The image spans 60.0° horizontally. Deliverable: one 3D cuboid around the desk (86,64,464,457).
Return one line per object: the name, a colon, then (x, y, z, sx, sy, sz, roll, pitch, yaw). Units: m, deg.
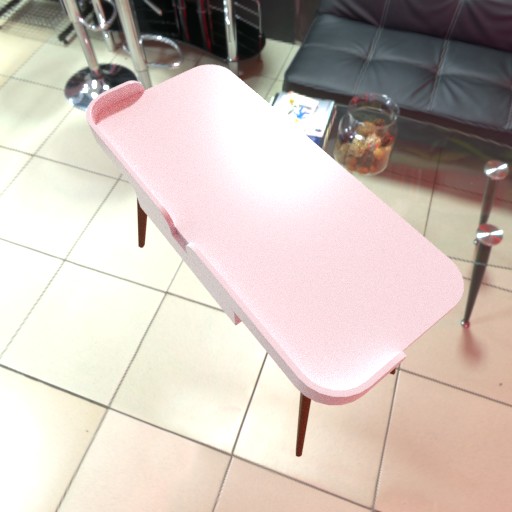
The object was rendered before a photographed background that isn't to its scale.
desk: (0.000, 0.000, 1.588, 0.534, 0.807, 1.206, -33, 64, -19)
